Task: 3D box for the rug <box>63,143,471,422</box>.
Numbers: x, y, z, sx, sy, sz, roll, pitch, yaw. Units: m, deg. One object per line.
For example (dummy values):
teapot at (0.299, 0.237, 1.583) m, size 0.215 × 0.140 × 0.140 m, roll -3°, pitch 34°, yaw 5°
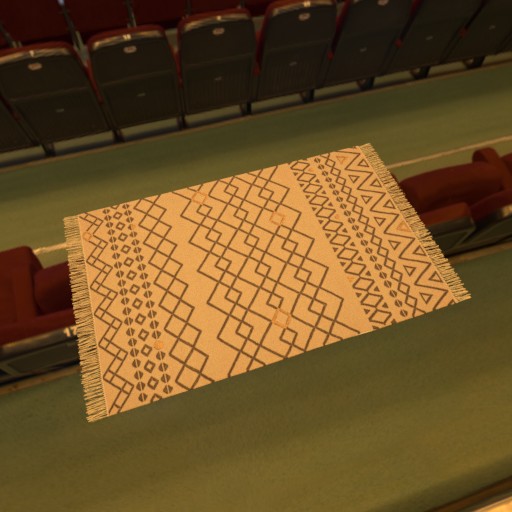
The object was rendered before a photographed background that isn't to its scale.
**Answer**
rug at (0.000, 0.000, 2.482) m, size 2.023 × 0.028 × 1.224 m, roll -16°, pitch 59°, yaw -10°
